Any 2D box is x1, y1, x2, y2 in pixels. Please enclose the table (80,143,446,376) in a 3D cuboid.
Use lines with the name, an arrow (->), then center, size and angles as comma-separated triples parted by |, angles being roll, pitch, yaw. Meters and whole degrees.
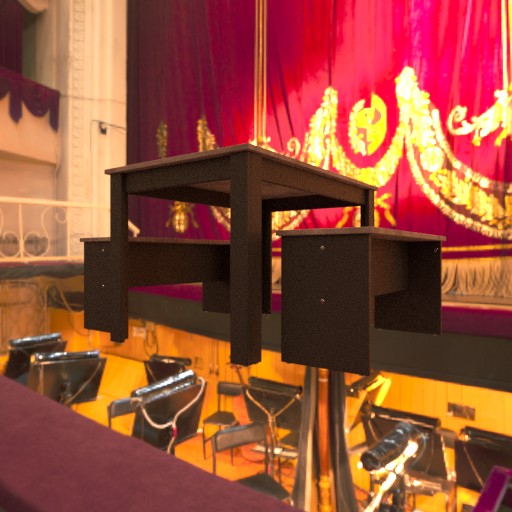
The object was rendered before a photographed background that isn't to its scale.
table -> 0.000, 0.000, 2.028 | 1.443, 0.700, 1.100 | 0, 0, 36
